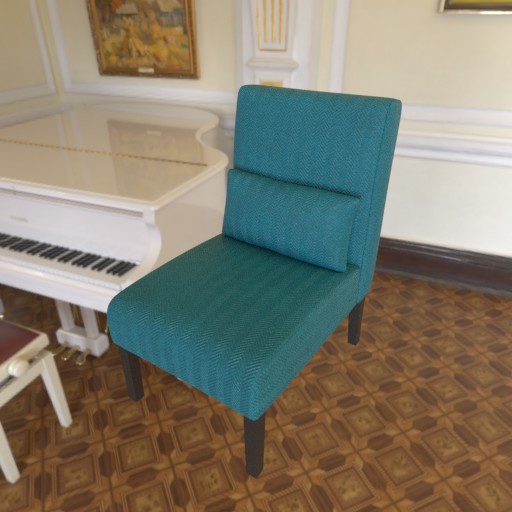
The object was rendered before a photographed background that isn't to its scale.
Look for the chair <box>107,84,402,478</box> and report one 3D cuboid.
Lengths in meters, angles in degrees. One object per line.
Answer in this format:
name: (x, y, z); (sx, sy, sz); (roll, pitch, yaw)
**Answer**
chair: (0.000, 0.000, 1.430); (0.579, 0.927, 0.808); (18, 34, 30)
